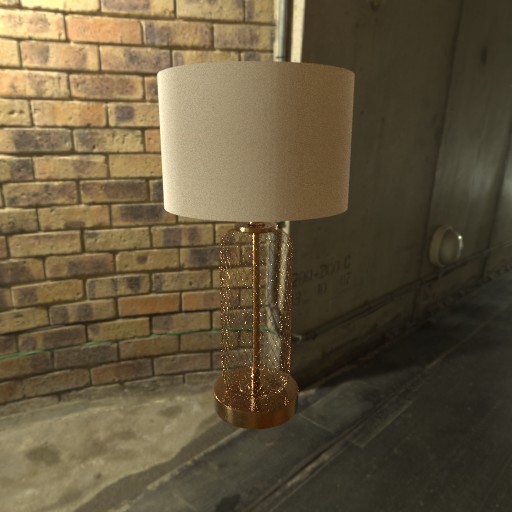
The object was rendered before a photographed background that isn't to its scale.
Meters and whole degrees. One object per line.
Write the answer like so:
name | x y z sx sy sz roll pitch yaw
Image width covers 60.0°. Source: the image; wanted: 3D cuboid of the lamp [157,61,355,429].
lamp | 0.000 0.000 0.640 0.252 0.483 0.252 2 15 6
